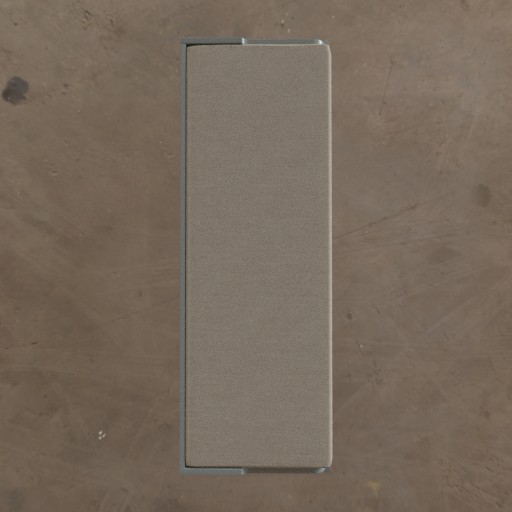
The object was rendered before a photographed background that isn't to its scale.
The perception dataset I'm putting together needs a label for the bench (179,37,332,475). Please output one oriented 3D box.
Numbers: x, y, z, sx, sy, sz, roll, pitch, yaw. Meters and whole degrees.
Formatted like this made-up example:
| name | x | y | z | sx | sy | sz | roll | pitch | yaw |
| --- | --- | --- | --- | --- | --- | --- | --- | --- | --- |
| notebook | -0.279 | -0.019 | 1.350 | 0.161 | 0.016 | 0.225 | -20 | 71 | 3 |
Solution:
| name | x | y | z | sx | sy | sz | roll | pitch | yaw |
| --- | --- | --- | --- | --- | --- | --- | --- | --- | --- |
| bench | 0.000 | 0.000 | 1.379 | 0.398 | 0.501 | 1.140 | 0 | 89 | 1 |
